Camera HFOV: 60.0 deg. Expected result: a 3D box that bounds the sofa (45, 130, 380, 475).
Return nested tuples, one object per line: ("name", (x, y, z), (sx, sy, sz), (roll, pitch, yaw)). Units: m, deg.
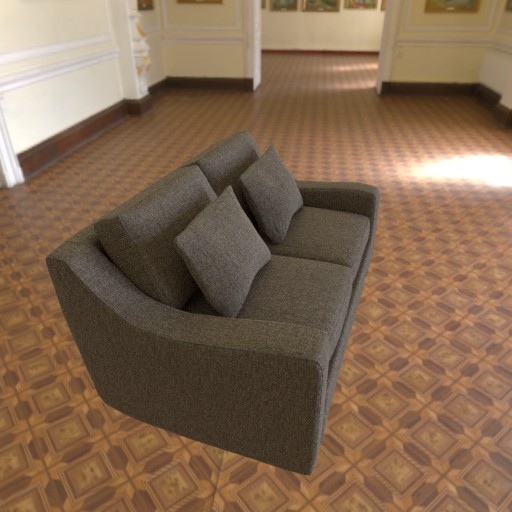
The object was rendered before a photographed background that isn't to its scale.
("sofa", (0.000, 0.000, 2.396), (1.120, 0.991, 1.778), (11, 32, 17))
